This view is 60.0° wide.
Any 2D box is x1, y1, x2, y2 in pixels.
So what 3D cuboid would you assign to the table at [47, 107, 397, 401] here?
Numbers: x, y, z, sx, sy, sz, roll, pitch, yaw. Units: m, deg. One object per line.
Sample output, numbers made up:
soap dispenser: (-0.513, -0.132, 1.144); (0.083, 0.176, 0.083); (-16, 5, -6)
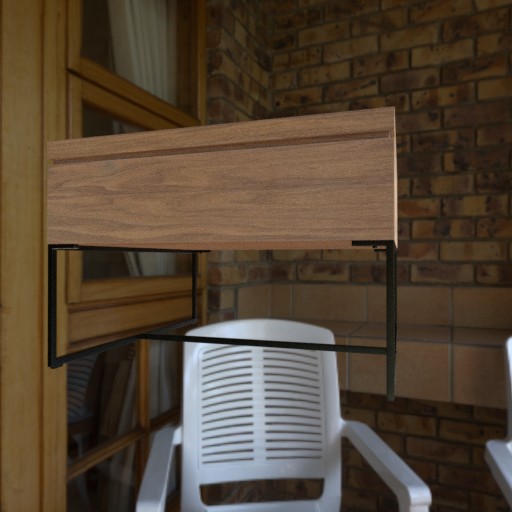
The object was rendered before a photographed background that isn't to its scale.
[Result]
table: (0.000, 0.000, 1.119); (0.679, 0.464, 0.676); (0, 0, 18)
